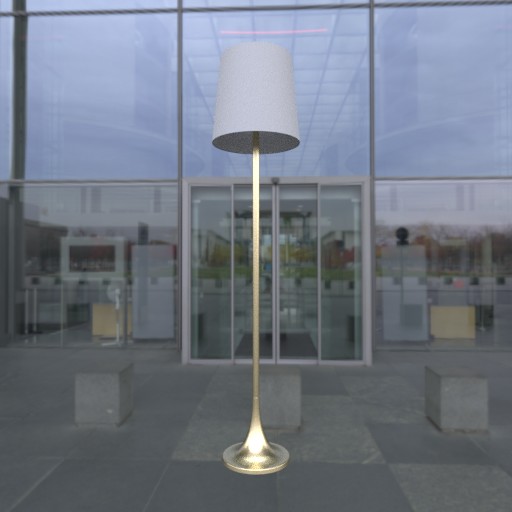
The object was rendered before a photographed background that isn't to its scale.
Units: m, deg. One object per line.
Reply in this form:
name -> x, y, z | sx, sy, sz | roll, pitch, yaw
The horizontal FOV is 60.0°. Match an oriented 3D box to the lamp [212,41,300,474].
lamp -> 0.000, 0.000, 1.702 | 0.337, 1.543, 0.337 | 0, -1, 0
